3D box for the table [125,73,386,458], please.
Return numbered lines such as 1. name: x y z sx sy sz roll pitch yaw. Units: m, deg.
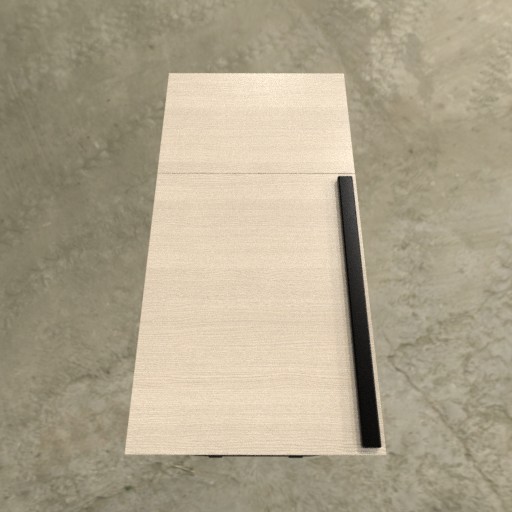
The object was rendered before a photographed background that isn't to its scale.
1. table: 0.000 0.000 0.779 0.322 0.242 0.644 0 65 0
